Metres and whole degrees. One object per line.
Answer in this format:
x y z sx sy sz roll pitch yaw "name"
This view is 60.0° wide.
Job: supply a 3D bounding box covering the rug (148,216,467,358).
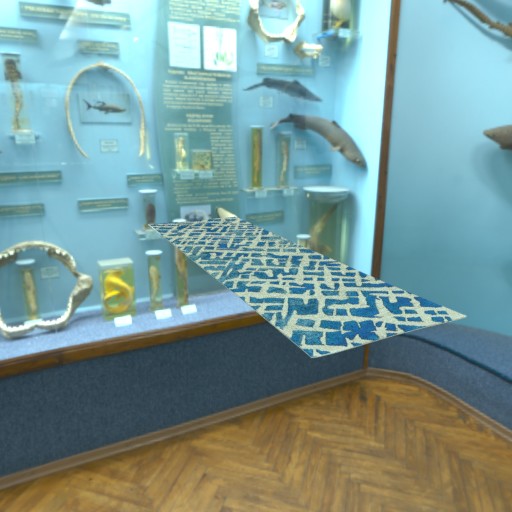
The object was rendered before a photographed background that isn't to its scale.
0.000 0.000 2.723 0.768 0.011 2.446 -8 18 -25 "rug"
